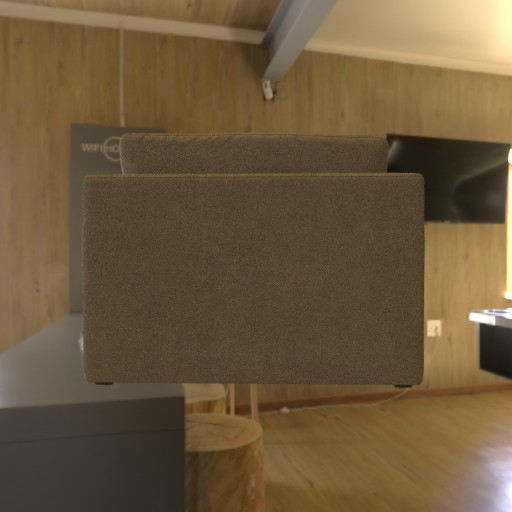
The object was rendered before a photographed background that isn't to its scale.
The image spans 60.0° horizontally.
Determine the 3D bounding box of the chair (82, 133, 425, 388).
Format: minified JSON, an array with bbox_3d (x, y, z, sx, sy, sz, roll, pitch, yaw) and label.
[{"bbox_3d":[0.000,0.000,1.857,1.190,0.845,1.091,0,0,2],"label":"chair"}]
